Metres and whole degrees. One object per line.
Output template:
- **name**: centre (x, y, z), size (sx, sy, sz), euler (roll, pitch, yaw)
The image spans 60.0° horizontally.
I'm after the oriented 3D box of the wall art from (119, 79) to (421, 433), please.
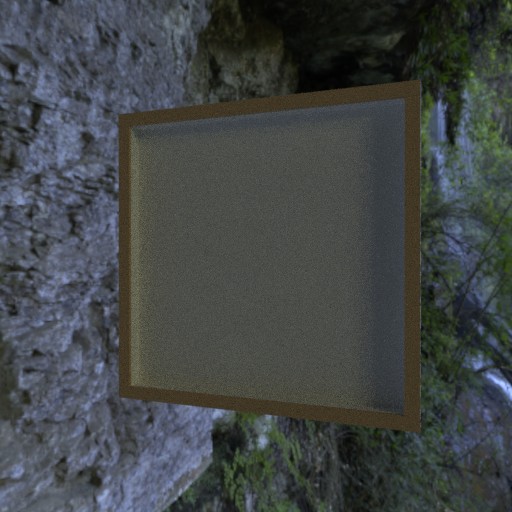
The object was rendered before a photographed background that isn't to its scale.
- **wall art**: centre (0.000, 0.000, 0.878), size (0.612, 0.612, 0.038), euler (0, 0, 18)
